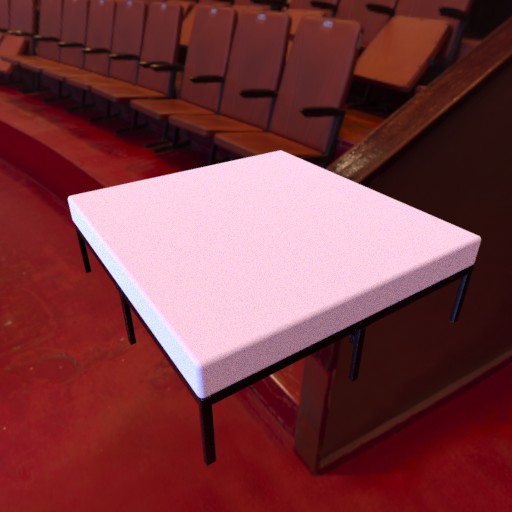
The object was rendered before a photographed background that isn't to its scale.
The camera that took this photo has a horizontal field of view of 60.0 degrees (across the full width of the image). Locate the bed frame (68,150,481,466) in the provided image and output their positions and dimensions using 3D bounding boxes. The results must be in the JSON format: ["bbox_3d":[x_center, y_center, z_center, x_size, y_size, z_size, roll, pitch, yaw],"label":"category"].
[{"bbox_3d":[0.000,0.000,3.140,1.963,0.659,2.079,-19,36,-29],"label":"bed frame"}]
